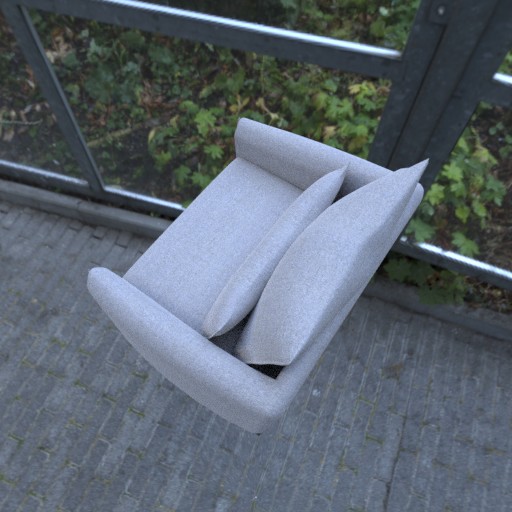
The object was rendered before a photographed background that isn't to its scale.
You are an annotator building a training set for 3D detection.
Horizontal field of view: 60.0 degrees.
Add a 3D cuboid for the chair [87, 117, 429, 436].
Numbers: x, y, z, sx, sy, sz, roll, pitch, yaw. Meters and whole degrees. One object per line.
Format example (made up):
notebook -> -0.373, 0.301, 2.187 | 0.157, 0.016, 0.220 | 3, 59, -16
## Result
chair -> 0.000, 0.000, 1.644 | 0.801, 0.856, 1.029 | 32, 66, 16
